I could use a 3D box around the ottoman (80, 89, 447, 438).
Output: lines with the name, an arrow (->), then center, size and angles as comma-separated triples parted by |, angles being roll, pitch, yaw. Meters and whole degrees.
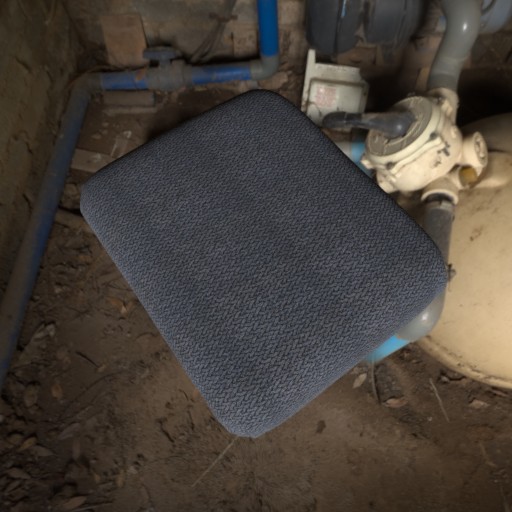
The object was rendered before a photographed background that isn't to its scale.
ottoman -> 0.000, 0.000, 1.167 | 0.622, 0.450, 0.747 | -33, 68, -15
